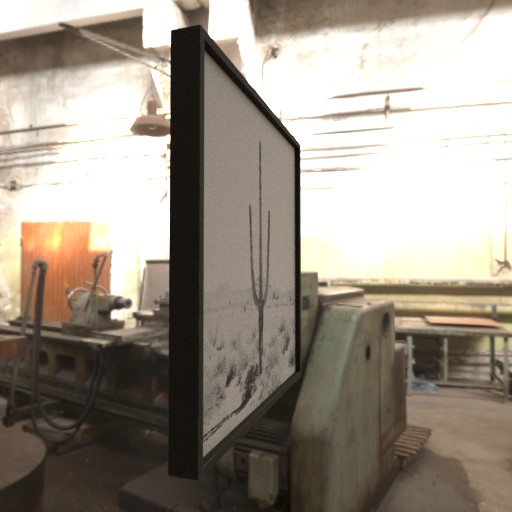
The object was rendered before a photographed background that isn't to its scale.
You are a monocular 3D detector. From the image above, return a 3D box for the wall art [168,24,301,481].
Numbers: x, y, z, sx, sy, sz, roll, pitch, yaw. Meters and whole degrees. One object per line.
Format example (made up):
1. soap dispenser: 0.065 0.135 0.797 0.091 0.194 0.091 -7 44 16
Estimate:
1. wall art: 0.000 0.000 0.739 0.038 0.508 0.508 -1 -2 19
